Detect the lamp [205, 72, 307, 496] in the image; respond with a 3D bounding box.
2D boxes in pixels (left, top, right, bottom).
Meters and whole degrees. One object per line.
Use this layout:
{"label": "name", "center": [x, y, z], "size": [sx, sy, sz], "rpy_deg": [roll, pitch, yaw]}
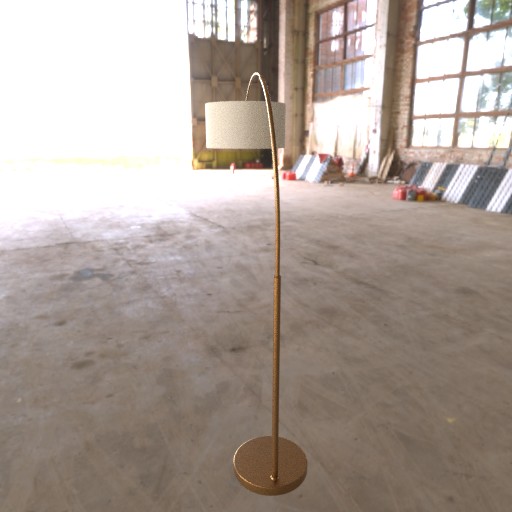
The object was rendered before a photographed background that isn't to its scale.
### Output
{"label": "lamp", "center": [0.000, 0.000, 2.494], "size": [0.493, 1.927, 1.434], "rpy_deg": [-2, 15, -8]}
